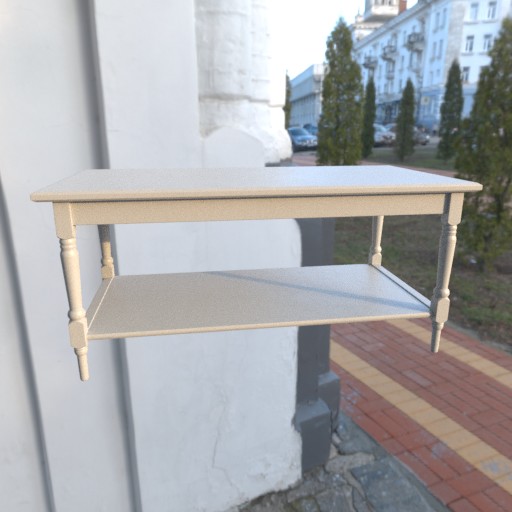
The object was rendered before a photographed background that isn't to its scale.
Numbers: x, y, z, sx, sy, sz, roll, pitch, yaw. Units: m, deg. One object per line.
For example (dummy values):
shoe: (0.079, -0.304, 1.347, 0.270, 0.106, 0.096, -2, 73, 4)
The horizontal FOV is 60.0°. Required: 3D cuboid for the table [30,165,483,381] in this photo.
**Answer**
table: (0.000, 0.000, 1.403, 1.109, 0.506, 0.551, -2, 17, -8)
